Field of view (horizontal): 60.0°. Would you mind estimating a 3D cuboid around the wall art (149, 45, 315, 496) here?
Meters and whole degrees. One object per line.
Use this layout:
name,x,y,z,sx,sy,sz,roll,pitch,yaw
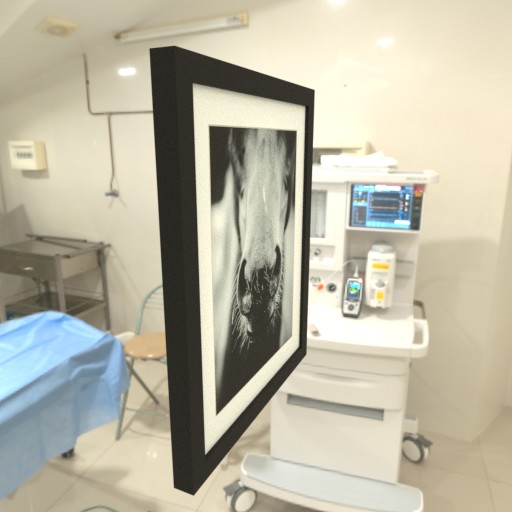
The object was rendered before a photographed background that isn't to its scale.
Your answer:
wall art,0.000,0.000,0.530,0.024,0.404,0.329,7,16,25
